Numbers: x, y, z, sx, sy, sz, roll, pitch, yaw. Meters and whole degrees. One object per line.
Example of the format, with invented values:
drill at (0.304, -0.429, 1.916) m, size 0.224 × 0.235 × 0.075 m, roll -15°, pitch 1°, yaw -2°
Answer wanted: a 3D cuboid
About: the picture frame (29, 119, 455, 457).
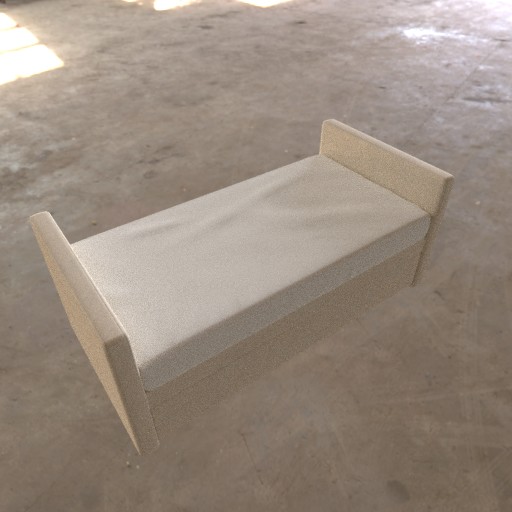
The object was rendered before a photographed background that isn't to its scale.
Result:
picture frame at (0.000, 0.000, 2.736) m, size 2.161 × 0.891 × 1.069 m, roll -25°, pitch 46°, yaw -27°
